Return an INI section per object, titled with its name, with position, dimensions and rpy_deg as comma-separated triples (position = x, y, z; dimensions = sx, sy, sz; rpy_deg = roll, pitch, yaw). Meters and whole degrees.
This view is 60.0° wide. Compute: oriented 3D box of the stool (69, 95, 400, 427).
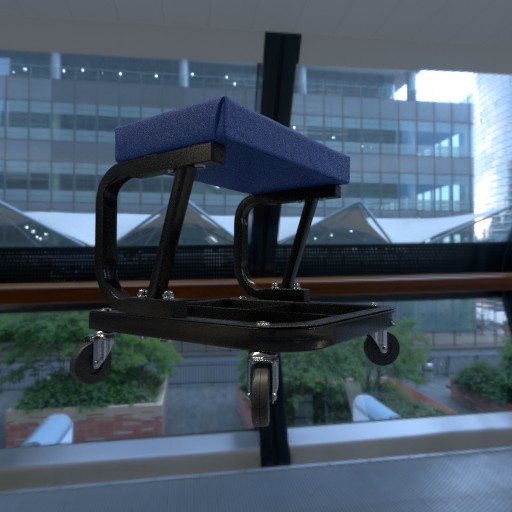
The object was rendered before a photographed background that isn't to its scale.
[stool]
position = 0.000, 0.000, 0.721
dimensions = 0.371, 0.380, 0.446
rpy_deg = -1, -2, 36
